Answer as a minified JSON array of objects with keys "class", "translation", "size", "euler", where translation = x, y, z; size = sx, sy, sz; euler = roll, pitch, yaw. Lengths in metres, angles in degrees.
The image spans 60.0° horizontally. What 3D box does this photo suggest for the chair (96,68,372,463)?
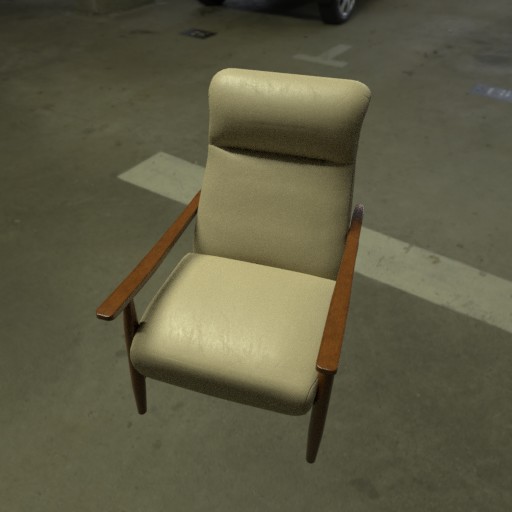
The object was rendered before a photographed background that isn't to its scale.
[{"class":"chair","translation":[0.000,0.000,1.725],"size":[0.762,1.082,1.014],"euler":[11,42,12]}]
